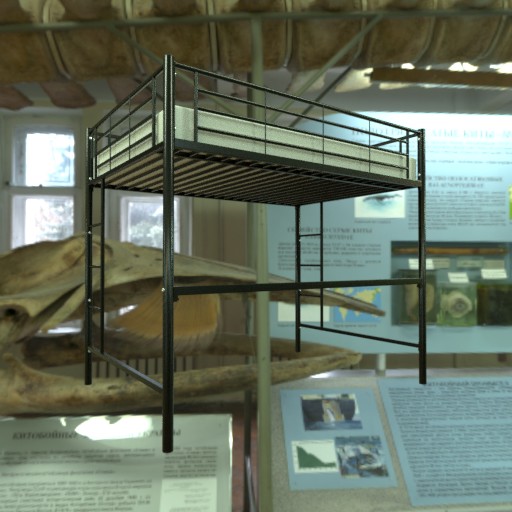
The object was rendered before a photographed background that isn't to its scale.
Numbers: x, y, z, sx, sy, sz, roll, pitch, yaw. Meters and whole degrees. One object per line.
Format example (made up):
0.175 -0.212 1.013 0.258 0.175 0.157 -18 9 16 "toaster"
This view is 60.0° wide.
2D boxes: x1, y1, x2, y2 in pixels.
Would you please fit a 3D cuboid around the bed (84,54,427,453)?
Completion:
0.000 0.000 3.134 1.994 1.803 1.397 1 -1 -35 "bed"
